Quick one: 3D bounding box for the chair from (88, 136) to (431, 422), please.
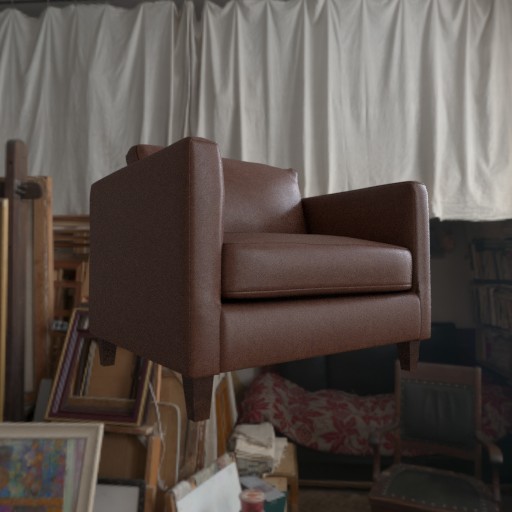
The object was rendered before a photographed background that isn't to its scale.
[{"bbox_3d":[0.000,0.000,1.813,1.107,0.917,0.959,1,-1,-36],"label":"chair"}]
